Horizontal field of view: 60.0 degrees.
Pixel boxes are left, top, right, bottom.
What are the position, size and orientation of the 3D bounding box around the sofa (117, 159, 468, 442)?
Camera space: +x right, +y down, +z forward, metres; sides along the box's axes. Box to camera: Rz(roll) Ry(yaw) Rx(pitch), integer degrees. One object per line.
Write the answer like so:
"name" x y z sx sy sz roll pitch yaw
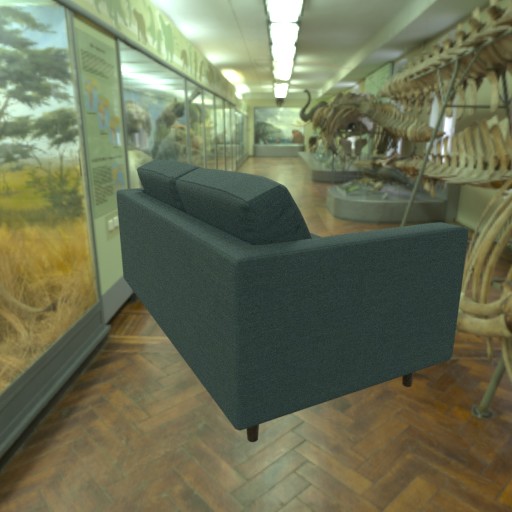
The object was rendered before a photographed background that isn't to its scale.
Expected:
"sofa" 0.000 0.000 2.200 0.999 0.907 1.659 -8 18 -27
